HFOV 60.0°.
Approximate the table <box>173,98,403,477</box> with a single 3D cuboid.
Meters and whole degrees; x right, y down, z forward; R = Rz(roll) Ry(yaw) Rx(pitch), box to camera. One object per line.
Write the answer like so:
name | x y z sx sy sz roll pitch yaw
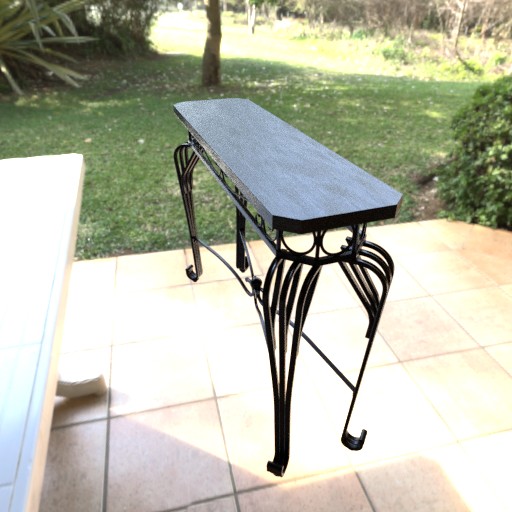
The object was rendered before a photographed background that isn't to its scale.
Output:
table | 0.000 0.000 1.485 0.329 0.800 1.112 -11 33 -17
